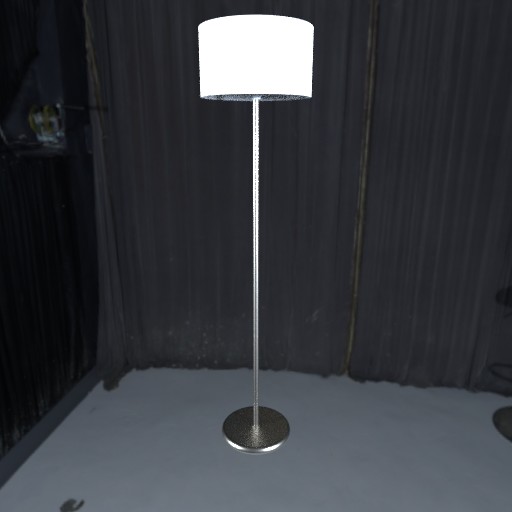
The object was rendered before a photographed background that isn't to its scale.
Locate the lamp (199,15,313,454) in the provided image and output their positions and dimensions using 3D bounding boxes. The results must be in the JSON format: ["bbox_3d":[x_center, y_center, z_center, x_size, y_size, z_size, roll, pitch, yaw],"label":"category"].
[{"bbox_3d":[0.000,0.000,1.553,0.347,1.443,0.347,2,16,8],"label":"lamp"}]
